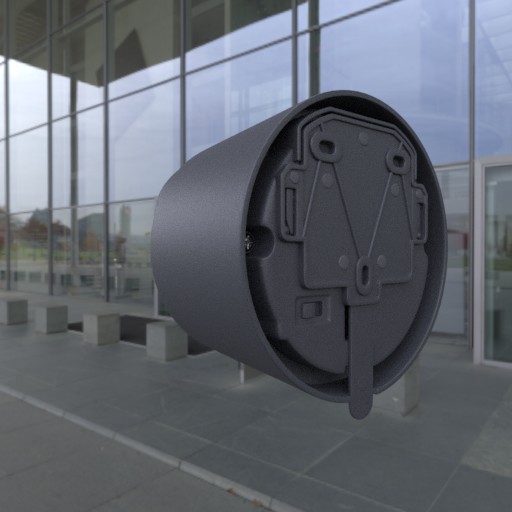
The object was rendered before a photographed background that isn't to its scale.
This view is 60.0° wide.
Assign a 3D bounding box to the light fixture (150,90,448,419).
[{"bbox_3d":[0.000,0.000,0.257,0.134,0.143,0.160,0,1,-37],"label":"light fixture"}]
